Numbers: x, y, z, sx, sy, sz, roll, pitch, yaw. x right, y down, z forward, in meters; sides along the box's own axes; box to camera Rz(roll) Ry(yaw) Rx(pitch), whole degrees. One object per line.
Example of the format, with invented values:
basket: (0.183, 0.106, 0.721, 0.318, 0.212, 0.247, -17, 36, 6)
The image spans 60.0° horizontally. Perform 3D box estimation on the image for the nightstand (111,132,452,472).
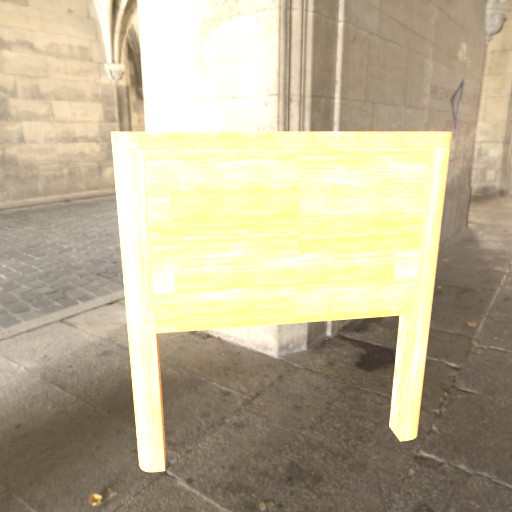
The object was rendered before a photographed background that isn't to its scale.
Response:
nightstand: (0.000, 0.000, 0.871, 0.440, 0.470, 0.560, -3, 16, -10)
